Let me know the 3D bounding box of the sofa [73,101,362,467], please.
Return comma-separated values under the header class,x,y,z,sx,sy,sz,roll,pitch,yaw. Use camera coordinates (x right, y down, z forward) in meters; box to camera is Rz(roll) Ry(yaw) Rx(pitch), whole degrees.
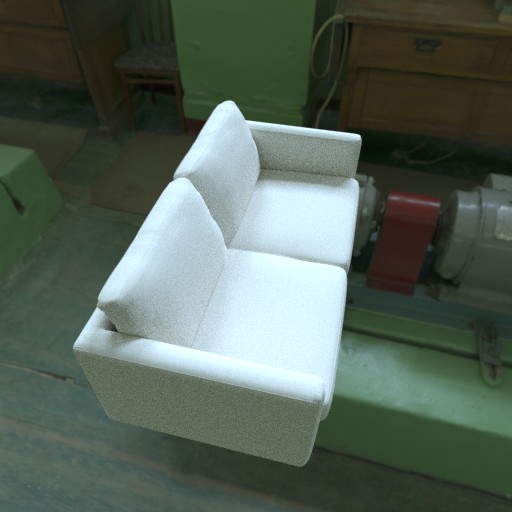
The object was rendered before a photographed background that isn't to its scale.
class,x,y,z,sx,sy,sz,roll,pitch,yaw
sofa,0.000,0.000,2.231,0.940,0.893,1.713,10,47,9
